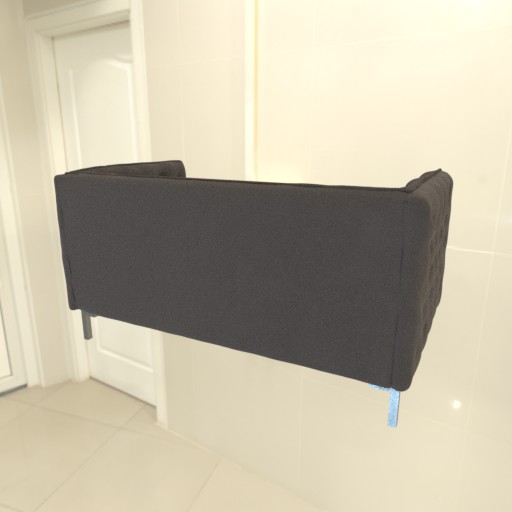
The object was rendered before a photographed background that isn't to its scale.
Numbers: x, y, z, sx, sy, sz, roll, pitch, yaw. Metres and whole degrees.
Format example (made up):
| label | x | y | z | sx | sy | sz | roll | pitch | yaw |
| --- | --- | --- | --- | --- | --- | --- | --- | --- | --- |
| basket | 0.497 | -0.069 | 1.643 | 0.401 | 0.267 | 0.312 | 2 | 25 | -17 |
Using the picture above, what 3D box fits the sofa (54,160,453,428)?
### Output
| label | x | y | z | sx | sy | sz | roll | pitch | yaw |
| --- | --- | --- | --- | --- | --- | --- | --- | --- | --- |
| sofa | 0.000 | 0.000 | 2.064 | 1.583 | 0.810 | 0.909 | 8 | 17 | 26 |
